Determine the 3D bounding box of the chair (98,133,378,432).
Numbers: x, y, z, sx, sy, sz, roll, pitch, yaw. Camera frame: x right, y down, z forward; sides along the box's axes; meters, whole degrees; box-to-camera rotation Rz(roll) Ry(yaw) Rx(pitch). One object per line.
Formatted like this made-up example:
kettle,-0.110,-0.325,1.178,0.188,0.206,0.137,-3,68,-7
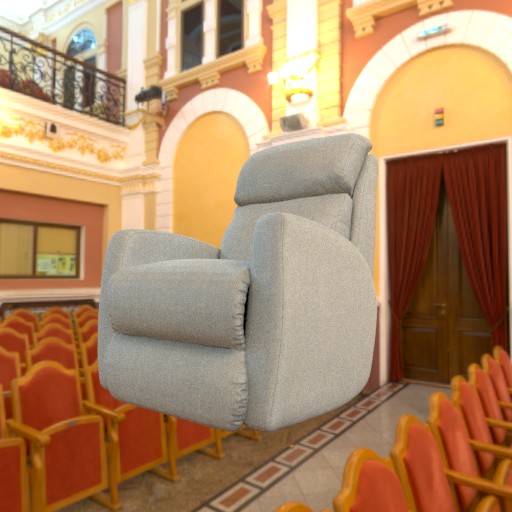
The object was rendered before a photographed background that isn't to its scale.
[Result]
chair,0.000,0.000,1.669,0.794,1.016,0.940,-1,-2,37
